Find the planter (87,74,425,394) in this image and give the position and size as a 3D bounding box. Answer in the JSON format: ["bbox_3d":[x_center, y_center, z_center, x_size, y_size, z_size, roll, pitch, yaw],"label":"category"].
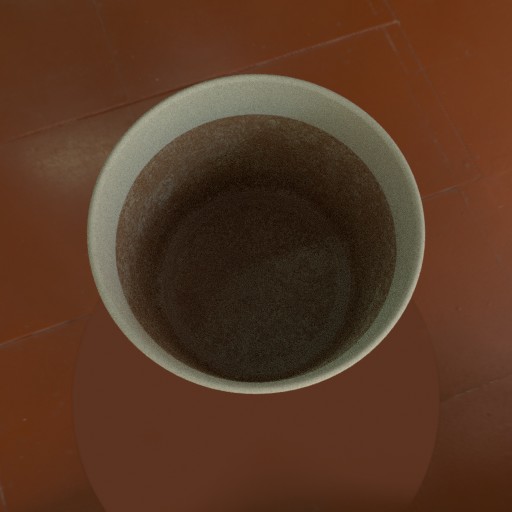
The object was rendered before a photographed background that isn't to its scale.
[{"bbox_3d":[0.000,0.000,0.274,0.159,0.138,0.159,0,74,0],"label":"planter"}]
